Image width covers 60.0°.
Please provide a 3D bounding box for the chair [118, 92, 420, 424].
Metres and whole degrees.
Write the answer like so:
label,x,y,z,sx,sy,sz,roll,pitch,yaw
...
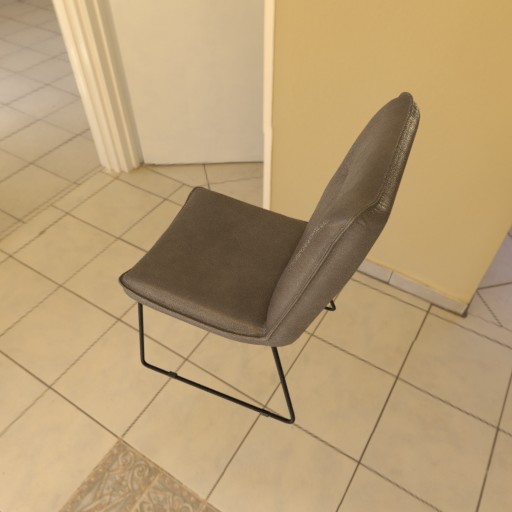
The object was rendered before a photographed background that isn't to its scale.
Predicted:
label,x,y,z,sx,sy,sz,roll,pitch,yaw
chair,0.000,0.000,1.331,0.688,0.932,0.515,17,49,16
